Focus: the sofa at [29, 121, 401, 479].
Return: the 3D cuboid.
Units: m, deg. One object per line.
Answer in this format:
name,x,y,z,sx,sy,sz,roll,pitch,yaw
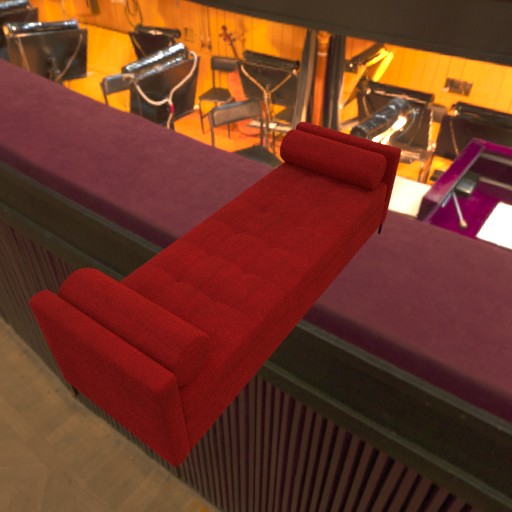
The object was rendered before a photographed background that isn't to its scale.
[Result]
sofa,0.000,0.000,2.298,0.686,0.635,1.981,25,46,26
